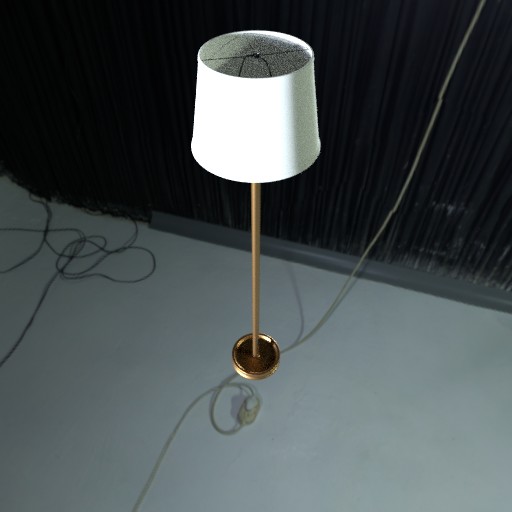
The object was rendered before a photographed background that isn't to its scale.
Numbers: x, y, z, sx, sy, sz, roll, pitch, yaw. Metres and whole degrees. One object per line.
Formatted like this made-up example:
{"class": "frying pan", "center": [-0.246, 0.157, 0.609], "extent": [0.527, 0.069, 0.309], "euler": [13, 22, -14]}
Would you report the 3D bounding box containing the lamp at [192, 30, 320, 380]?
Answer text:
{"class": "lamp", "center": [0.000, 0.000, 0.787], "extent": [0.178, 0.710, 0.178], "euler": [0, 47, 0]}
